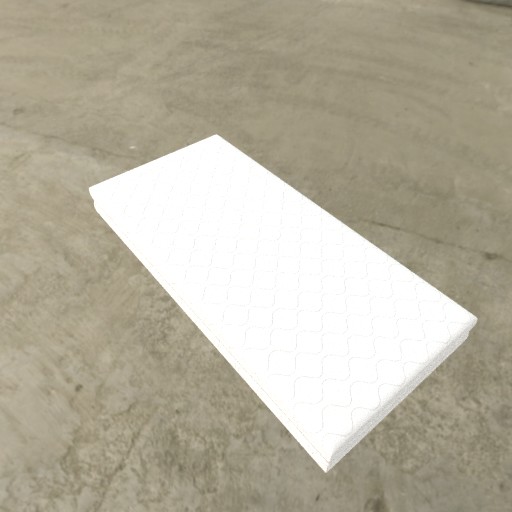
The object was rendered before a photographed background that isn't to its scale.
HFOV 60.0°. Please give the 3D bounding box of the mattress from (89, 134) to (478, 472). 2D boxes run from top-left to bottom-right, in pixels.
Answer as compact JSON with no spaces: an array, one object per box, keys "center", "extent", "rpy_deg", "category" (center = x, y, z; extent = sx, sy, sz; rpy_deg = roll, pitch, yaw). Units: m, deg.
[{"center":[0.000,0.000,2.254],"extent":[0.900,0.200,1.900],"rpy_deg":[-31,54,-26],"category":"mattress"}]
